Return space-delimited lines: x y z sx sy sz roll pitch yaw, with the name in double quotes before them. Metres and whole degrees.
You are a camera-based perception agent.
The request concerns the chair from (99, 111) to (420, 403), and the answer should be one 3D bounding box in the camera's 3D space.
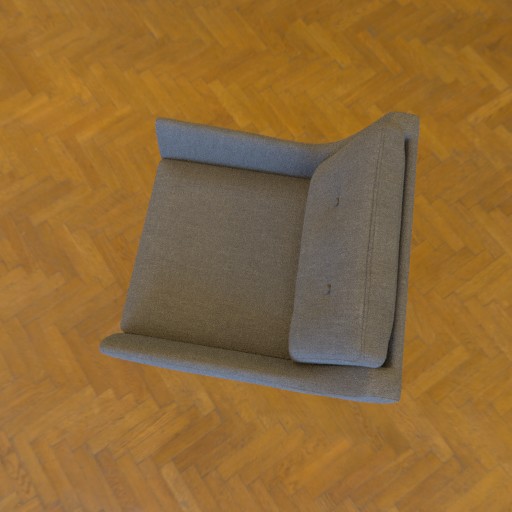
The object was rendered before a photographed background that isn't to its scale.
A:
"chair" 0.000 0.000 1.535 0.849 0.828 0.847 9 75 2
